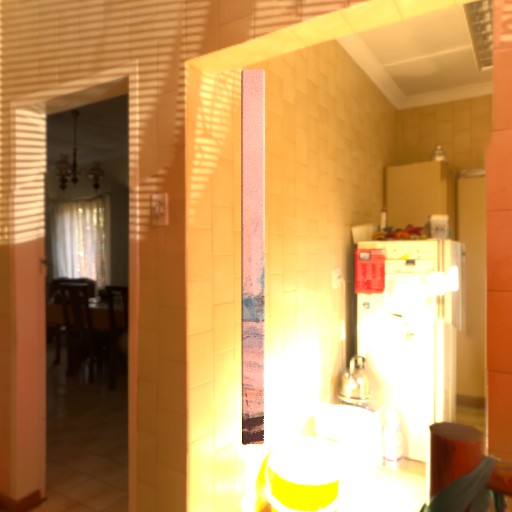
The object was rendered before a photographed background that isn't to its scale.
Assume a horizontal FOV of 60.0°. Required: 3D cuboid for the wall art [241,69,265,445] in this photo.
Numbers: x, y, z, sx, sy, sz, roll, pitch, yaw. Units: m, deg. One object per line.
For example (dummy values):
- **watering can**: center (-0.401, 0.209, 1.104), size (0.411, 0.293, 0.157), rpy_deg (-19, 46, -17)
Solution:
- **wall art**: center (0.000, 0.000, 1.171), size (0.038, 0.609, 0.913), rpy_deg (0, 0, 1)
